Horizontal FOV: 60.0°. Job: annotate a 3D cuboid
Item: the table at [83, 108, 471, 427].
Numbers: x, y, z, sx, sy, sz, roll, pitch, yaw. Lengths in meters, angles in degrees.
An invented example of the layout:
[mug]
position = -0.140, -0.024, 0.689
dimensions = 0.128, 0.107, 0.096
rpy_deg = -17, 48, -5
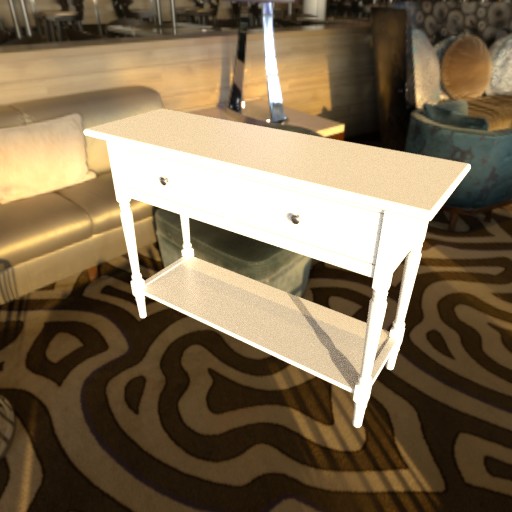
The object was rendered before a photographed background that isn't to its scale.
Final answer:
[table]
position = 0.000, 0.000, 1.594
dimensions = 1.191, 0.814, 0.386
rpy_deg = 19, 36, 29
